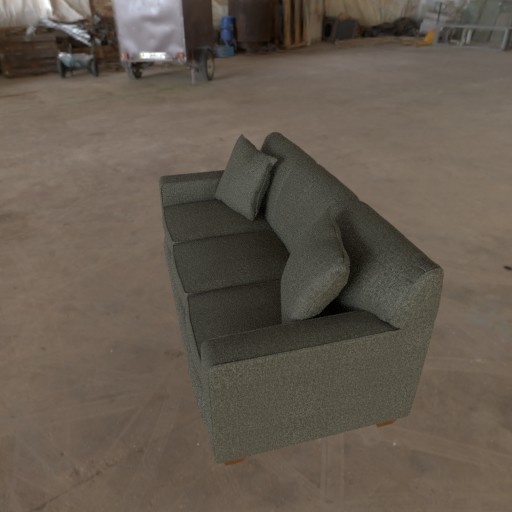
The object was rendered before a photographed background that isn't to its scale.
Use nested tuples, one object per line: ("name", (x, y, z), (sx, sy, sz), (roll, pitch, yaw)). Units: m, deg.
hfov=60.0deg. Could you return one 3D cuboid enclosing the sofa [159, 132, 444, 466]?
("sofa", (0.000, 0.000, 2.611), (0.997, 0.958, 2.024), (-8, 32, -13))
